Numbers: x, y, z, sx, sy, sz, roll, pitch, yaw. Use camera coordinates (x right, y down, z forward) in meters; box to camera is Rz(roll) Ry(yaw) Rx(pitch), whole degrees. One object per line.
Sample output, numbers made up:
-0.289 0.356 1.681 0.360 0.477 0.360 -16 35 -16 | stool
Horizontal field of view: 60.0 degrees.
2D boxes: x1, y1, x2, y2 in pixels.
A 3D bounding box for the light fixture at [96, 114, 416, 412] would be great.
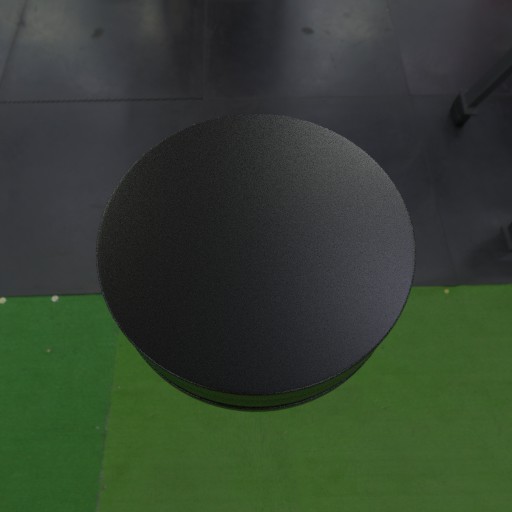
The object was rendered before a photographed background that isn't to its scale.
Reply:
0.000 0.000 0.435 0.283 0.097 0.283 0 63 0 | light fixture
